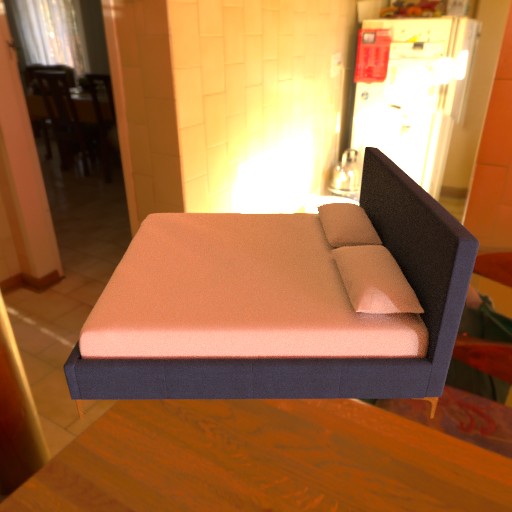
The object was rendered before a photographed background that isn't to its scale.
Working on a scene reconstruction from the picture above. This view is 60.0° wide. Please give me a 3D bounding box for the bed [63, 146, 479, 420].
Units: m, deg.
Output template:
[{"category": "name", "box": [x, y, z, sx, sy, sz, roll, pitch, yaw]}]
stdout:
[{"category": "bed", "box": [0.000, 0.000, 3.390, 2.232, 1.231, 2.096, 0, 27, 0]}]
